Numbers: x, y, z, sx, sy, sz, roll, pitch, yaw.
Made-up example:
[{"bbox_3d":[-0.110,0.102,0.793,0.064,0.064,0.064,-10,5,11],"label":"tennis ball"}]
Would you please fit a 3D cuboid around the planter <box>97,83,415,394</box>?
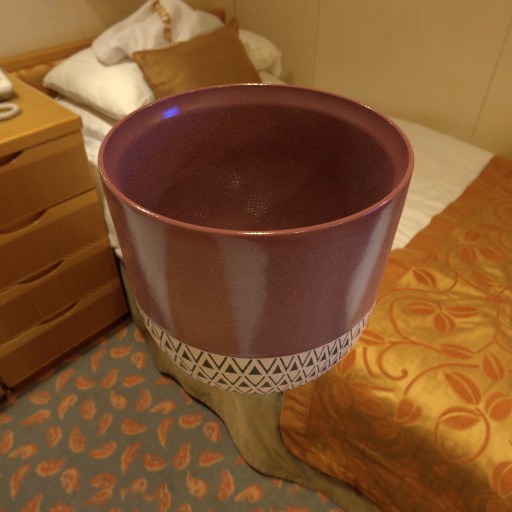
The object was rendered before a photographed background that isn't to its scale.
[{"bbox_3d":[0.000,0.000,0.472,0.266,0.270,0.266,0,41,0],"label":"planter"}]
